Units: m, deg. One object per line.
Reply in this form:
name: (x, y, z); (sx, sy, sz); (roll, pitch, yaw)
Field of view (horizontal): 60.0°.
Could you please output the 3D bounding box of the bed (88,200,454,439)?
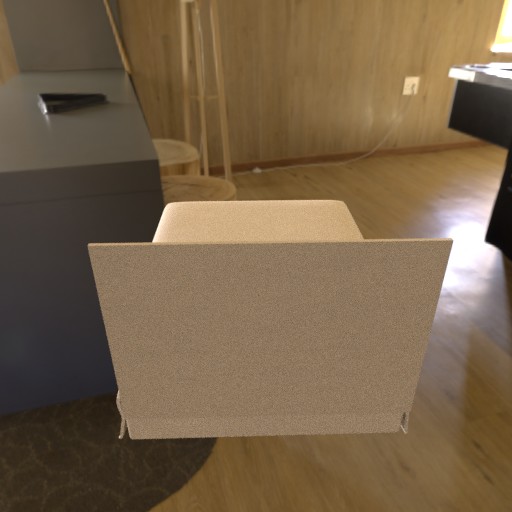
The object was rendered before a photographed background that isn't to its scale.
bed: (0.000, 0.000, 3.173); (1.745, 1.335, 2.094); (-1, 30, -2)
